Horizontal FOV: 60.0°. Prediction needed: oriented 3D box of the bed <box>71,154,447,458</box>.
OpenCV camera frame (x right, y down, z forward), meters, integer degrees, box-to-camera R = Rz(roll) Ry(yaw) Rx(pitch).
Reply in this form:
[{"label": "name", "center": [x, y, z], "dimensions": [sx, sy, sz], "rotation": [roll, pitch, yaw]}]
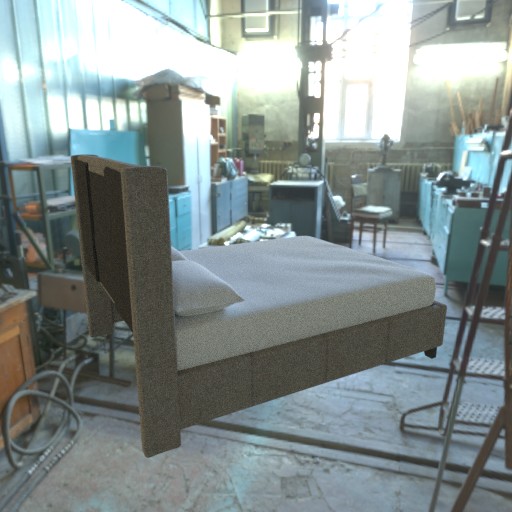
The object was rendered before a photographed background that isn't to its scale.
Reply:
[{"label": "bed", "center": [0.000, 0.000, 3.324], "dimensions": [2.245, 1.481, 1.714], "rotation": [-8, 17, -28]}]
